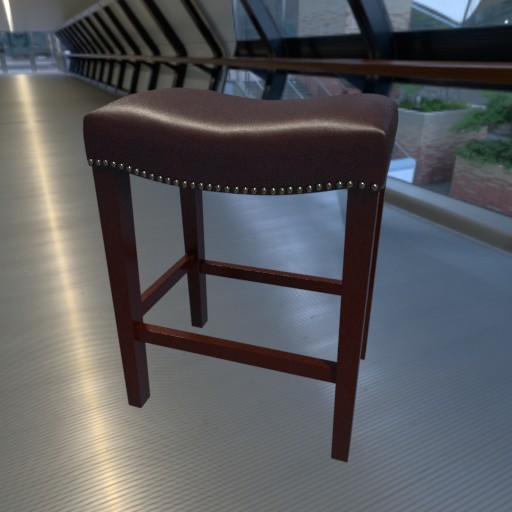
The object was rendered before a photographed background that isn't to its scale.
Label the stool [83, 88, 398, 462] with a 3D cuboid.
[{"bbox_3d":[0.000,0.000,0.947,0.504,0.657,0.372,8,27,16],"label":"stool"}]
